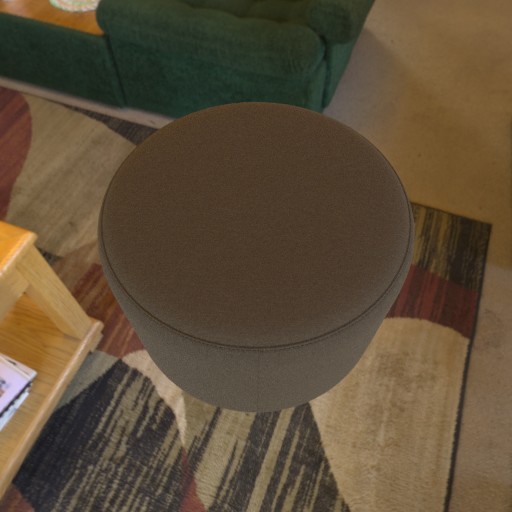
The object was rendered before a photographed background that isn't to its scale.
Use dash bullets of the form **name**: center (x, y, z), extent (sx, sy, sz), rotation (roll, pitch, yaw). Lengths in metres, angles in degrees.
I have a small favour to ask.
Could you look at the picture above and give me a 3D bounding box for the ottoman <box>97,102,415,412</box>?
- **ottoman**: center (0.000, 0.000, 0.993), extent (0.608, 0.433, 0.608), rotation (0, 58, 0)
